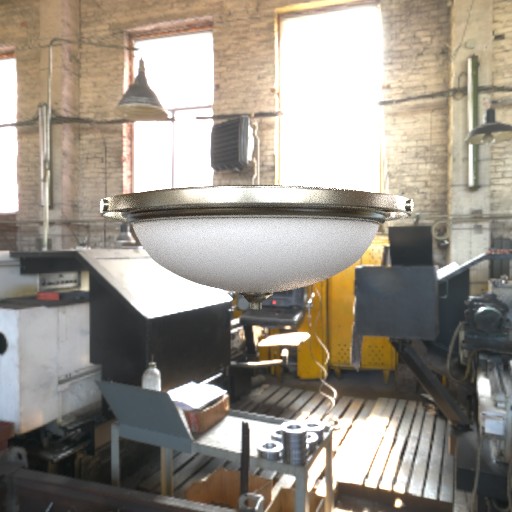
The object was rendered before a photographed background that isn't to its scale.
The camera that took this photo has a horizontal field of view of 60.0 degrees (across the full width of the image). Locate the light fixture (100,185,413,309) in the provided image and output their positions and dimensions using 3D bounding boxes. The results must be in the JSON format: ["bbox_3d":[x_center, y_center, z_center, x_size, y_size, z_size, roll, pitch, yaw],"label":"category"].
[{"bbox_3d":[0.000,0.000,0.546,0.361,0.130,0.361,0,1,0],"label":"light fixture"}]
